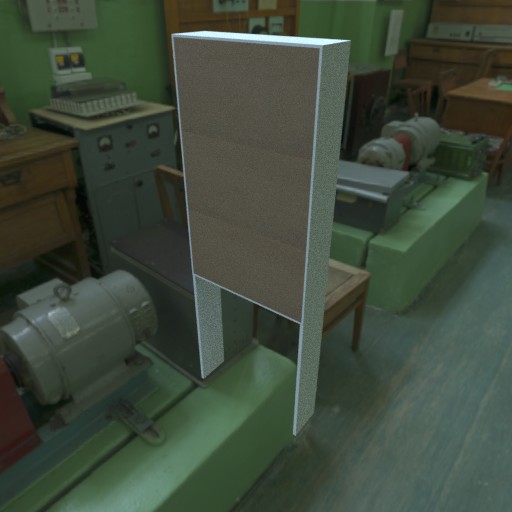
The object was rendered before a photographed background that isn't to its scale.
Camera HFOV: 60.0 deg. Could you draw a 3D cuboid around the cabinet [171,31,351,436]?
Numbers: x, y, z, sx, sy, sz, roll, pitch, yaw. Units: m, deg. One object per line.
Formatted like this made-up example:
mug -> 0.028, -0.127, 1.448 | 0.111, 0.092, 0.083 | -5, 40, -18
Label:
cabinet -> 0.000, 0.000, 1.991 | 0.643, 1.770, 0.192 | 21, 37, 31
